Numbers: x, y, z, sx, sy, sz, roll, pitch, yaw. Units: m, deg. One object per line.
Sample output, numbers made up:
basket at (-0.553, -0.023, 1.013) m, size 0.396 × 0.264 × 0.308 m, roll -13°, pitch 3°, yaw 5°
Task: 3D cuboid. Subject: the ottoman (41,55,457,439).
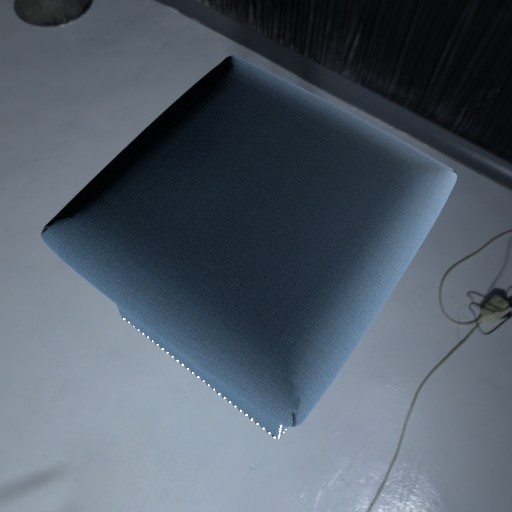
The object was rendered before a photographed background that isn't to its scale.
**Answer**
ottoman at (0.000, 0.000, 0.881) m, size 0.497 × 0.475 × 0.507 m, roll 34°, pitch 69°, yaw 15°
